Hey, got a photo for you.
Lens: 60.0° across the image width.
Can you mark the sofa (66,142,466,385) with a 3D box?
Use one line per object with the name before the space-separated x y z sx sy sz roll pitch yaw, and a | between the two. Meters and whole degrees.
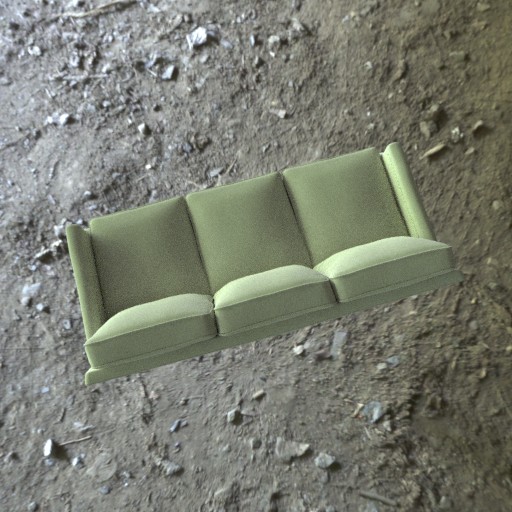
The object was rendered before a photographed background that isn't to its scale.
sofa | 0.000 0.000 2.871 2.246 1.003 1.084 -15 76 -4
